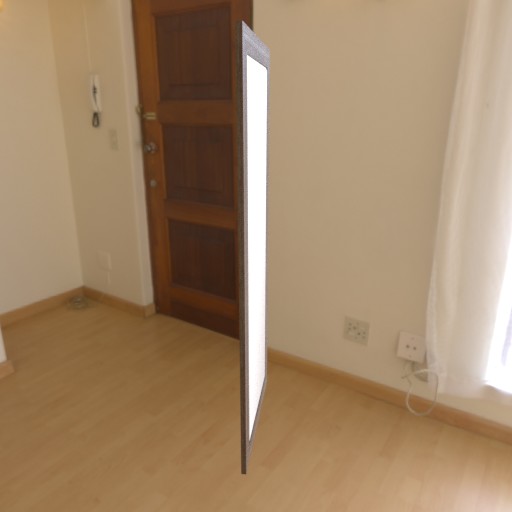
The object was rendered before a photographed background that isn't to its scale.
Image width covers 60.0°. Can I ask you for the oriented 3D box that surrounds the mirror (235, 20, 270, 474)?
[{"bbox_3d":[0.000,0.000,2.280,0.025,2.032,0.812,3,18,8],"label":"mirror"}]
